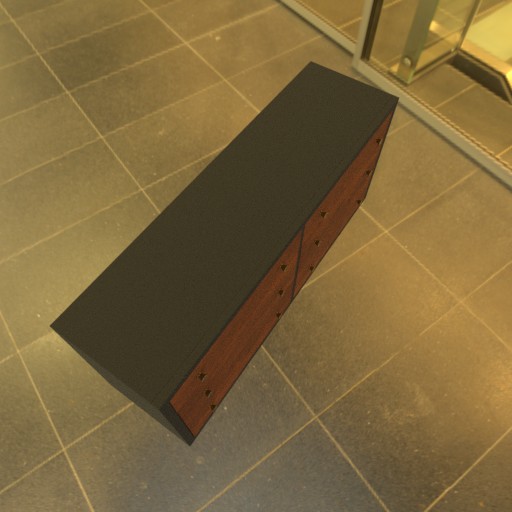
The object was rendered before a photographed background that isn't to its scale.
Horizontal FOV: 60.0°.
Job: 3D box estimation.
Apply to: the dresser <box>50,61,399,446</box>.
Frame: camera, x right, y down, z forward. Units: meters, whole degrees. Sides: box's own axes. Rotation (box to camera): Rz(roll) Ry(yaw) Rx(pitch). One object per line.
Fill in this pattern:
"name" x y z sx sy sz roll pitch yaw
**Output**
"dresser" 0.000 0.000 1.990 0.463 0.872 1.558 30 63 17
